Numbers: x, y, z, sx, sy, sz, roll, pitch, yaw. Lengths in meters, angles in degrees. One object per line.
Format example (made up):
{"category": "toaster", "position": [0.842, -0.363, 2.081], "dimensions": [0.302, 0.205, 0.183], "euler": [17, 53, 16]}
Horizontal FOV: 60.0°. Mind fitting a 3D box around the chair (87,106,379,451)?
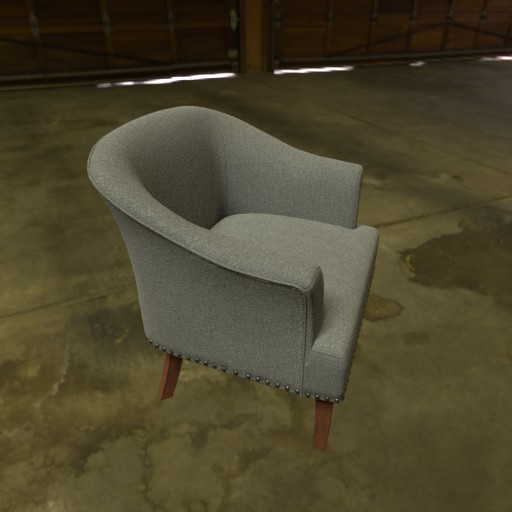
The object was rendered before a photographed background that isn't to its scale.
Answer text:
{"category": "chair", "position": [0.000, 0.000, 1.394], "dimensions": [0.704, 0.815, 0.798], "euler": [10, 32, 17]}
